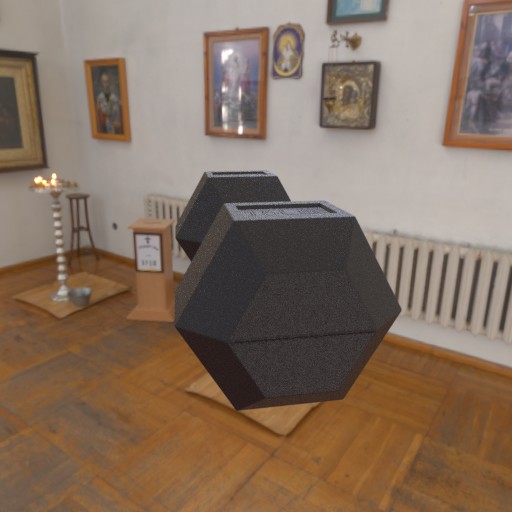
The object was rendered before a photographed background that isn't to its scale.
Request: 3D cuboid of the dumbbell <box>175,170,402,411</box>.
[{"bbox_3d":[0.000,0.000,0.340,0.122,0.106,0.271,-3,17,-9],"label":"dumbbell"}]
